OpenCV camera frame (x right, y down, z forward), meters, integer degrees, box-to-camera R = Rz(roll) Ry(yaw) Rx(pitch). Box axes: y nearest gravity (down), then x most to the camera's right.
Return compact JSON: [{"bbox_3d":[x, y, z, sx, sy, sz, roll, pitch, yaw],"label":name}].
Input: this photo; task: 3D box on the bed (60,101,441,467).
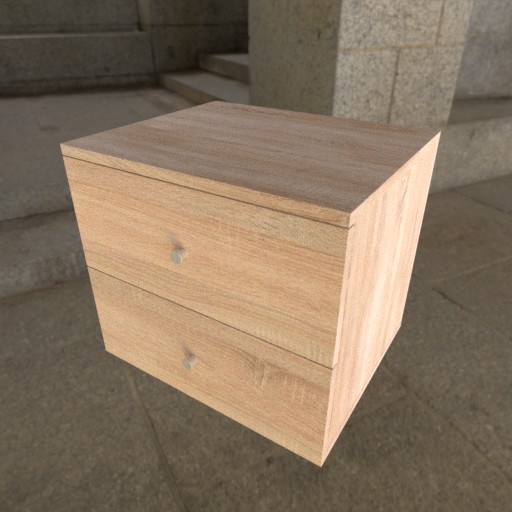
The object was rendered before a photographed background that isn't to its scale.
[{"bbox_3d":[0.000,0.000,0.789,0.460,0.420,0.401,18,35,28],"label":"bed"}]
